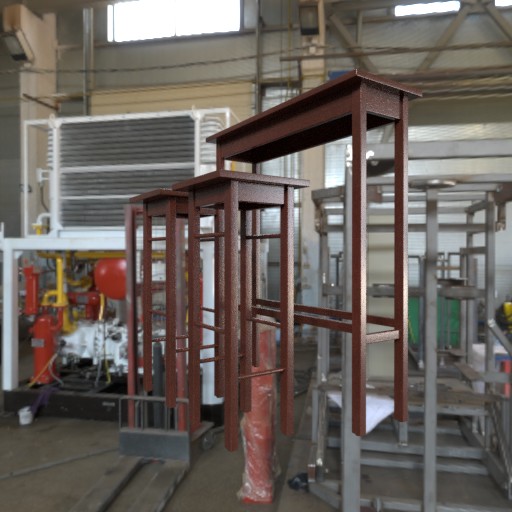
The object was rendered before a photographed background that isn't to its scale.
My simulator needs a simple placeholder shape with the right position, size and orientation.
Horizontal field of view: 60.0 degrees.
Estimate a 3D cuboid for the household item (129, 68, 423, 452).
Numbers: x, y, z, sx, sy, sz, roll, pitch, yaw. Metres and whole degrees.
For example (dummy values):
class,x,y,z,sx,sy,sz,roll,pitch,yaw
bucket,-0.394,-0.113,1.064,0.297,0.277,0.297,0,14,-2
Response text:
class,x,y,z,sx,sy,sz,roll,pitch,yaw
household item,0.000,0.000,1.618,0.676,1.067,0.914,0,0,-34
